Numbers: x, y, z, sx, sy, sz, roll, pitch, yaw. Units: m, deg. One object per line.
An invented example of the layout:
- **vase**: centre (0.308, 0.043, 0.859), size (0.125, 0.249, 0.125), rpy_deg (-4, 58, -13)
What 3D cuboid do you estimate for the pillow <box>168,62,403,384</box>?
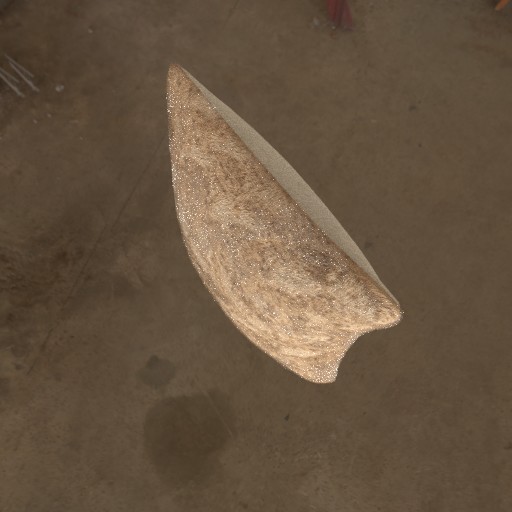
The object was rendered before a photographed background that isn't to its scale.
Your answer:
- **pillow**: centre (0.000, 0.000, 0.842), size (0.216, 0.525, 0.538), rpy_deg (-32, 68, -15)
